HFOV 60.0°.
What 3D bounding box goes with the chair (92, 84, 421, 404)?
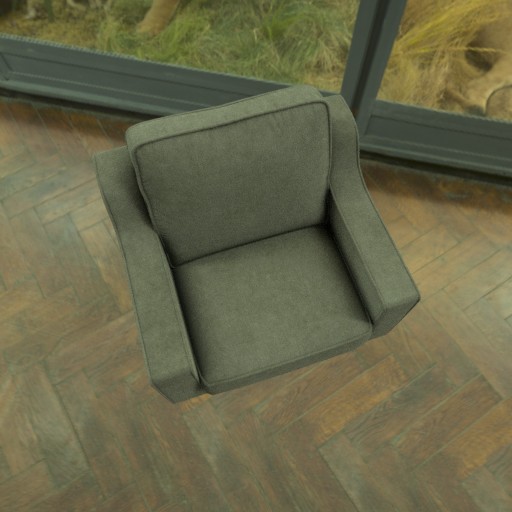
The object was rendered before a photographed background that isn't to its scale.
[{"bbox_3d":[0.000,0.000,1.678,0.926,0.944,0.840,-16,65,-8],"label":"chair"}]
